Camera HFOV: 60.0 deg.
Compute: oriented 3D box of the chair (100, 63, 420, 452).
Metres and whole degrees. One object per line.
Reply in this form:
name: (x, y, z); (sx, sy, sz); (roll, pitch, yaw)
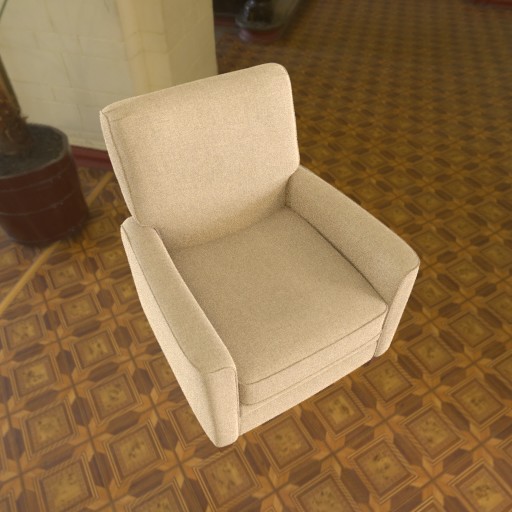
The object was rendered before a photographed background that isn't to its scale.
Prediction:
chair: (0.000, 0.000, 1.615); (0.845, 1.023, 0.859); (-23, 51, -21)
